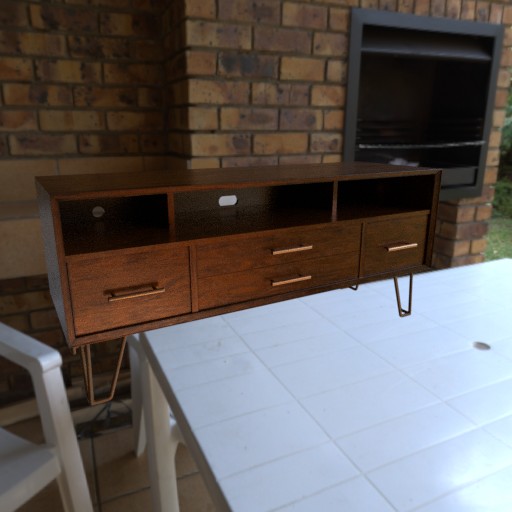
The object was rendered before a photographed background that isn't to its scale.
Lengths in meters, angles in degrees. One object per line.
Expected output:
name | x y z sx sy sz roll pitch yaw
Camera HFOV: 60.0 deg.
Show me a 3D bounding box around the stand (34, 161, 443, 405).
stand | 0.000 0.000 1.639 1.372 0.610 0.481 -9 18 -28
